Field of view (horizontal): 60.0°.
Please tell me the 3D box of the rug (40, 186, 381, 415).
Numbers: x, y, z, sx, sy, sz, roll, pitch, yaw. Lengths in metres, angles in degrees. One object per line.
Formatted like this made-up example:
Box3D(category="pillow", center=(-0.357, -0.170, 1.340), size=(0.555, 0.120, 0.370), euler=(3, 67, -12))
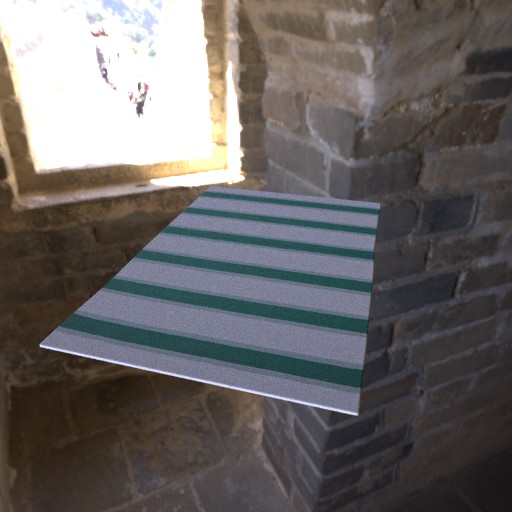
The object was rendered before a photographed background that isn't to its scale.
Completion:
Box3D(category="rug", center=(0.000, 0.000, 2.327), size=(1.210, 0.012, 1.829), euler=(8, 30, 14))
